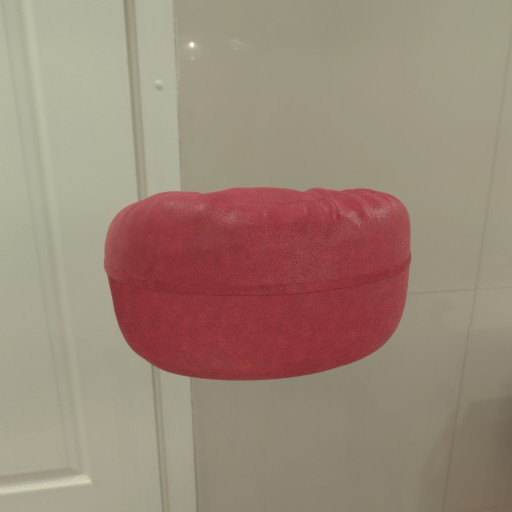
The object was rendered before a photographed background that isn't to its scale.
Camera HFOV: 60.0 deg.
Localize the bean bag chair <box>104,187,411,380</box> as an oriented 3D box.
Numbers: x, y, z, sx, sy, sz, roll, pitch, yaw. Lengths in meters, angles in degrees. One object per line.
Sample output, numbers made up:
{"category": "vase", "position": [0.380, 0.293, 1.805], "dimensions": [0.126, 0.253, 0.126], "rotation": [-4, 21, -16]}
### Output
{"category": "bean bag chair", "position": [0.000, 0.000, 2.438], "dimensions": [1.524, 0.878, 1.524], "rotation": [-3, 16, -9]}
